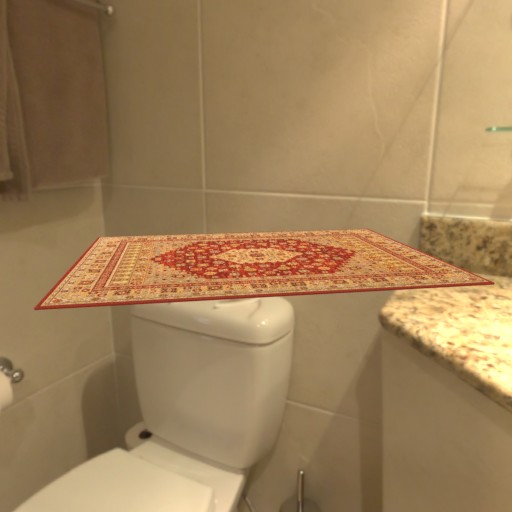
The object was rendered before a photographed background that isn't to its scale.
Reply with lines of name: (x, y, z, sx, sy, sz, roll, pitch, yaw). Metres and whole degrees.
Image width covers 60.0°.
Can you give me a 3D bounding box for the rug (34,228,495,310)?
rug: (0.000, 0.000, 2.853, 2.211, 0.013, 1.593, -2, 14, -9)
